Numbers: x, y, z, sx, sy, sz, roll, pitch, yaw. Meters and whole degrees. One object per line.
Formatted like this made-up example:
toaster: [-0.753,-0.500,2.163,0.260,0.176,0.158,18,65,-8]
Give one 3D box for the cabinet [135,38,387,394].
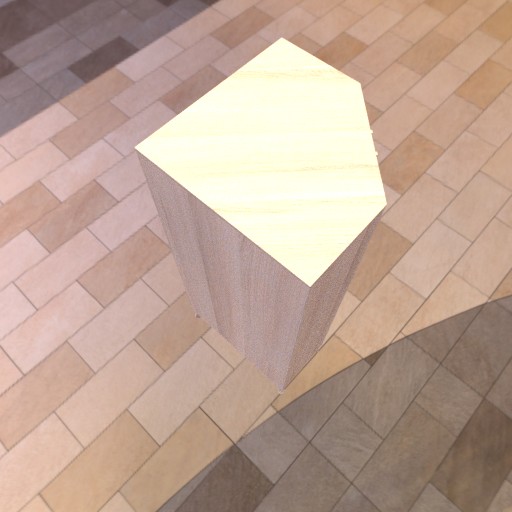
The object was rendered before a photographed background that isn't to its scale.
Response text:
cabinet: [0.000,0.000,2.644,0.969,1.957,1.272,-2,62,-1]
